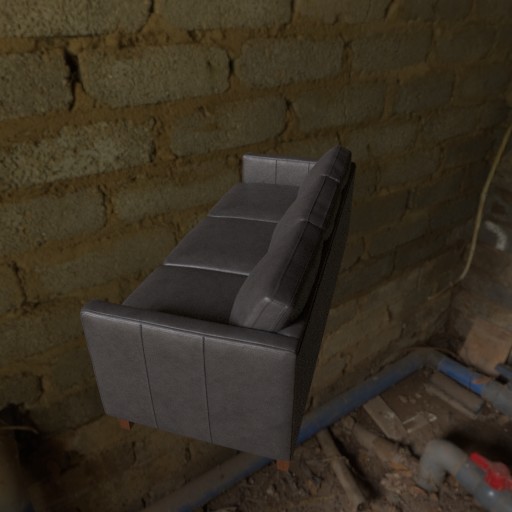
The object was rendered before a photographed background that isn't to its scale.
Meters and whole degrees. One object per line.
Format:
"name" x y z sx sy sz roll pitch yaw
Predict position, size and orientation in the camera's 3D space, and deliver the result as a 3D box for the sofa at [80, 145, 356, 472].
"sofa" 0.000 0.000 2.981 1.045 1.006 2.464 8 31 14
